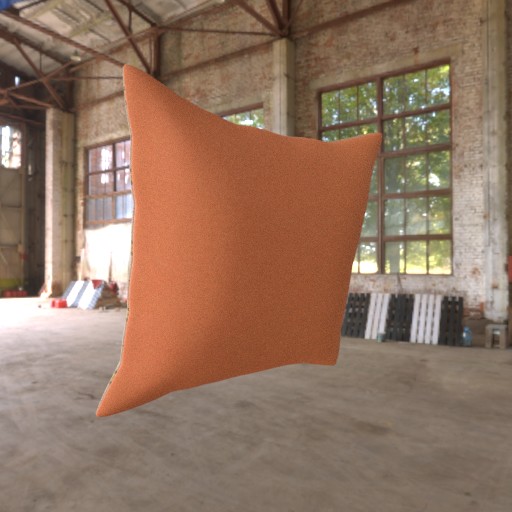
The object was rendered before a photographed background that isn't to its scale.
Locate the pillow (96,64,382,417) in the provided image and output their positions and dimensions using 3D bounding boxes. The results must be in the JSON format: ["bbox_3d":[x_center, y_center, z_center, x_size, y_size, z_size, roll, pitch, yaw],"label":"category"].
[{"bbox_3d":[0.000,0.000,0.677,0.453,0.430,0.200,1,-1,-36],"label":"pillow"}]
